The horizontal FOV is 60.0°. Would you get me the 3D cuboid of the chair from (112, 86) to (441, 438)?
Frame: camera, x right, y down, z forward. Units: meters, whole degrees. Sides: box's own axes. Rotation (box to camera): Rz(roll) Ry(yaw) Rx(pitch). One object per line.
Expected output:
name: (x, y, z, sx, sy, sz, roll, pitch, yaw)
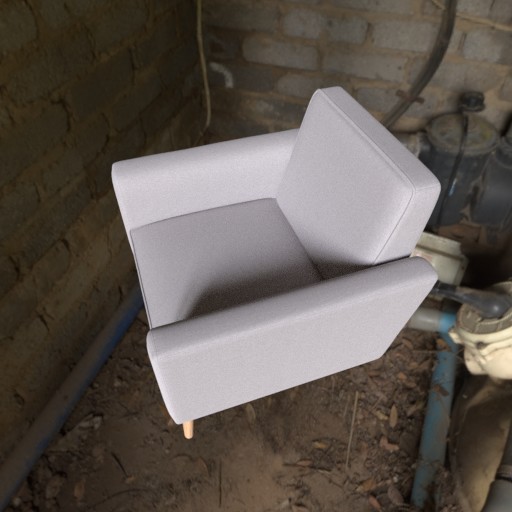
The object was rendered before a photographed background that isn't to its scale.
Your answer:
chair: (0.000, 0.000, 1.405, 0.750, 0.780, 0.780, -14, 48, -13)
